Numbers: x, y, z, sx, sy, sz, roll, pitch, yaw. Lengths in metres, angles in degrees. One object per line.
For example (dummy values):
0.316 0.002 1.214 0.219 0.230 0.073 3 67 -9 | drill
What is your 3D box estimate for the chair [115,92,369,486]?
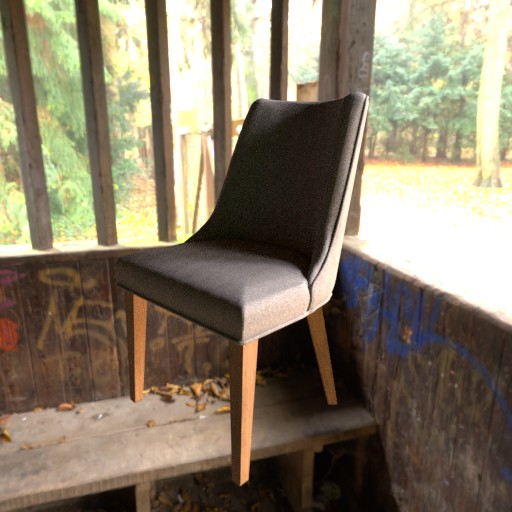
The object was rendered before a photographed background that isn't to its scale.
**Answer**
0.000 0.000 1.313 0.548 0.916 0.636 15 22 42 | chair
